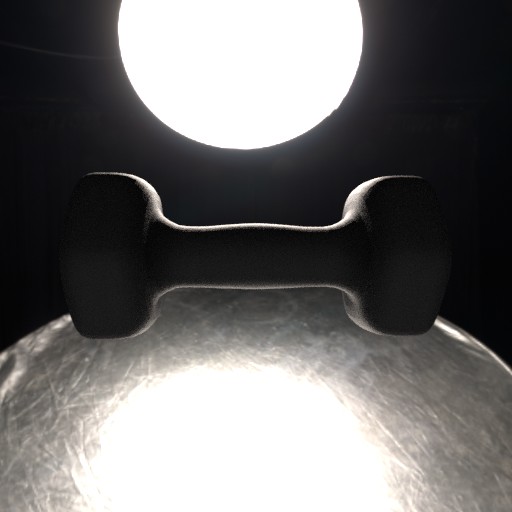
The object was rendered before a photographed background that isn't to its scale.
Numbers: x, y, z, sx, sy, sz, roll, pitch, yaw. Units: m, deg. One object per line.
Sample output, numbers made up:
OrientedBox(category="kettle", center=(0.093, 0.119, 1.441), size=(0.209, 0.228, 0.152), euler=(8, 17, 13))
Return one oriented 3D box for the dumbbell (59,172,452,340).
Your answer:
OrientedBox(category="dumbbell", center=(0.000, 0.000, 0.301), size=(0.240, 0.105, 0.116), euler=(0, 0, -3))
